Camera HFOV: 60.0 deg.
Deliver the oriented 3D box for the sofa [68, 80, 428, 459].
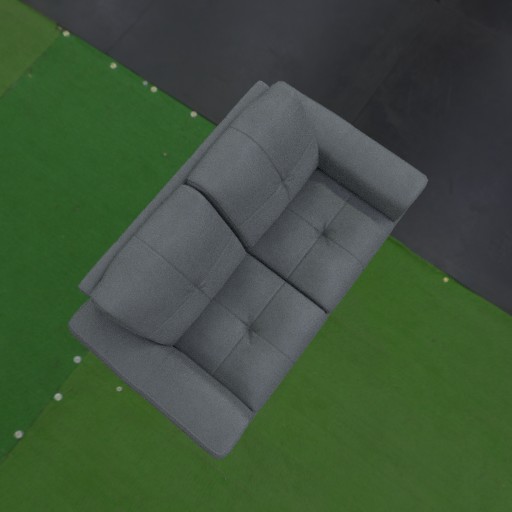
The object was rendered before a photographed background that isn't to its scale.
[{"bbox_3d":[0.000,0.000,2.345,1.018,0.907,1.806,37,79,8],"label":"sofa"}]
